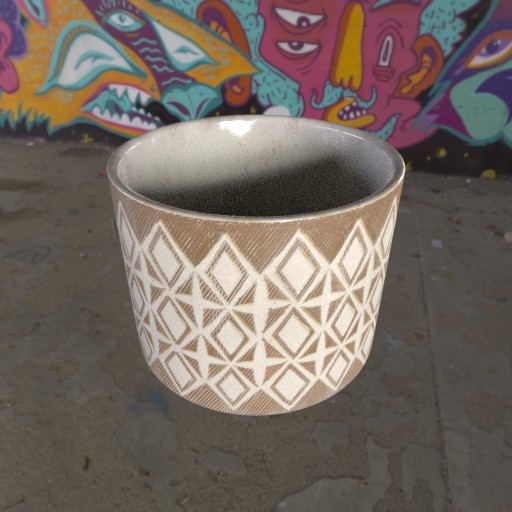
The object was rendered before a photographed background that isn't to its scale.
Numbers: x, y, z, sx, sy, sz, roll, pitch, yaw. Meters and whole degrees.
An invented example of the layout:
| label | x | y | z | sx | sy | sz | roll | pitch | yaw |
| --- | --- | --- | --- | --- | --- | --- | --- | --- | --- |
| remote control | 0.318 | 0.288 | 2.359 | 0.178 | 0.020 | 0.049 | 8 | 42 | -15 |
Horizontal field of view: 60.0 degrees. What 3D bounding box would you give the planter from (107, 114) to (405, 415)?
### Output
| label | x | y | z | sx | sy | sz | roll | pitch | yaw |
| --- | --- | --- | --- | --- | --- | --- | --- | --- | --- |
| planter | 0.000 | 0.000 | 0.342 | 0.193 | 0.165 | 0.193 | 0 | 33 | 0 |
